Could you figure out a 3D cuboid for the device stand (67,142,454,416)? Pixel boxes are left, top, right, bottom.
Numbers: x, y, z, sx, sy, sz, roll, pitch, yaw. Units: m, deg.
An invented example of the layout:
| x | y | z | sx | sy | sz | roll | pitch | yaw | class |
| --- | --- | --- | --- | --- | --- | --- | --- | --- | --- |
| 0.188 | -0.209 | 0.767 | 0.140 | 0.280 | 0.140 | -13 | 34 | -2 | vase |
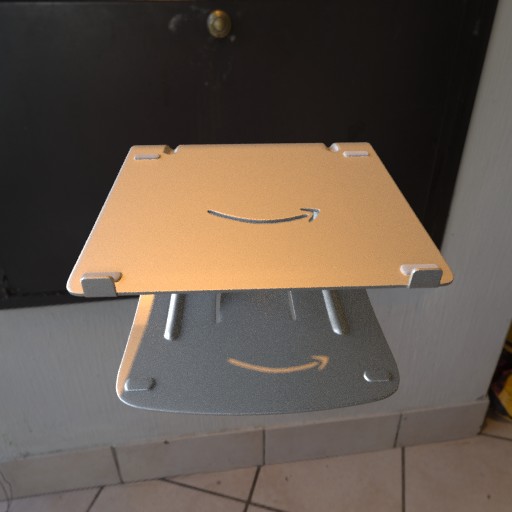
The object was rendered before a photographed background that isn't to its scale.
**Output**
| x | y | z | sx | sy | sz | roll | pitch | yaw | class |
| --- | --- | --- | --- | --- | --- | --- | --- | --- | --- |
| 0.000 | 0.000 | 0.405 | 0.256 | 0.155 | 0.236 | -1 | 30 | -2 | device stand |
